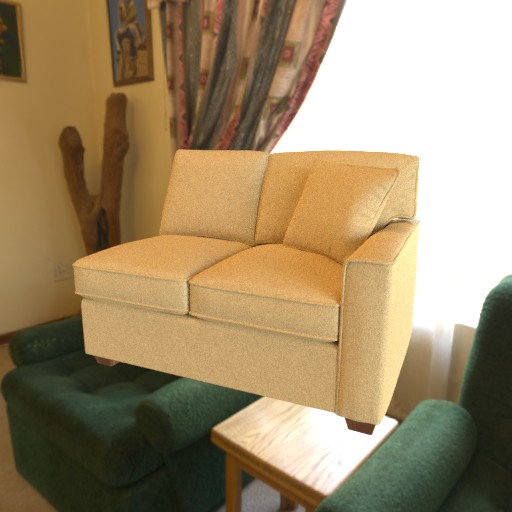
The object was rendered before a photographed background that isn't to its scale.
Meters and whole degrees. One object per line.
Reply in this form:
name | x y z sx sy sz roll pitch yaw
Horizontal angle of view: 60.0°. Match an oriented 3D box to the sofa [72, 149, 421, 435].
sofa | 0.000 0.000 2.099 1.388 0.989 0.991 6 14 25
